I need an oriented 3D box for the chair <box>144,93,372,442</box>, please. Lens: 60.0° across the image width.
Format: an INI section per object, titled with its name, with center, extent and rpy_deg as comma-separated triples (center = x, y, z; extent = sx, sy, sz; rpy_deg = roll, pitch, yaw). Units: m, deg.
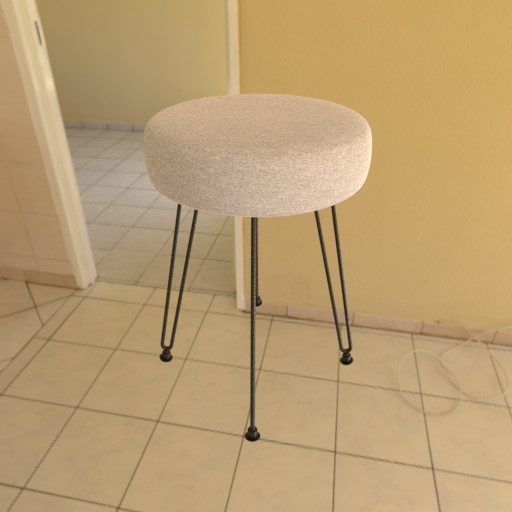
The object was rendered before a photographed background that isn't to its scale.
[chair]
center = 0.000, 0.000, 0.690
extent = 0.350, 0.440, 0.350
rpy_deg = 1, 32, 1
